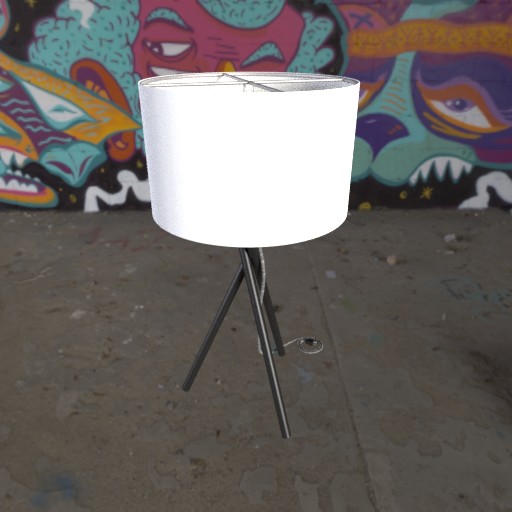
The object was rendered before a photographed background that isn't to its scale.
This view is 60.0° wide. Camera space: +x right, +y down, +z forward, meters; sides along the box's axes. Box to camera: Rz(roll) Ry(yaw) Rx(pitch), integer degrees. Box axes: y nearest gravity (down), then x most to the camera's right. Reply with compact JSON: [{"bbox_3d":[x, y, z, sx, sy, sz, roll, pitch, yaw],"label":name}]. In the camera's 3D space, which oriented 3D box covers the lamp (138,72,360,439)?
[{"bbox_3d":[0.000,0.000,0.903,0.353,0.674,0.422,9,28,17],"label":"lamp"}]
